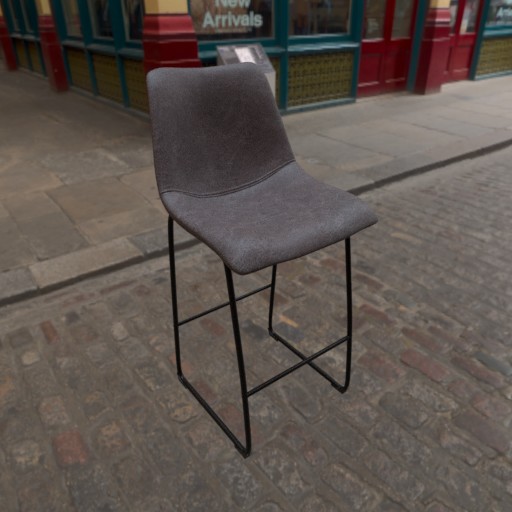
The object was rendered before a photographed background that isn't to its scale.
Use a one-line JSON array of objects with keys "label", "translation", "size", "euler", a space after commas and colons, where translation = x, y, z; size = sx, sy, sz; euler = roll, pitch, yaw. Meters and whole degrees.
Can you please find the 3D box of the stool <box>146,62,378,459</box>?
[{"label": "stool", "translation": [0.000, 0.000, 1.409], "size": [0.514, 1.082, 0.561], "euler": [-20, 35, -32]}]
